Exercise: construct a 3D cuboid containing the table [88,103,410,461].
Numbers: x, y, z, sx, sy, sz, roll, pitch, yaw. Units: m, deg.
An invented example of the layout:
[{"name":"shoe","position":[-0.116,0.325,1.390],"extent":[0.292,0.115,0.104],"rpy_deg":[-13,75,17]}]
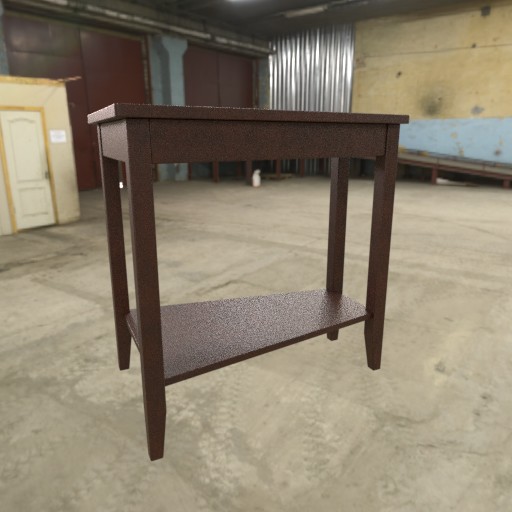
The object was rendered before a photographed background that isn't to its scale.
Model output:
[{"name":"table","position":[0.000,0.000,0.967],"extent":[0.605,0.589,0.399],"rpy_deg":[-7,17,-24]}]
